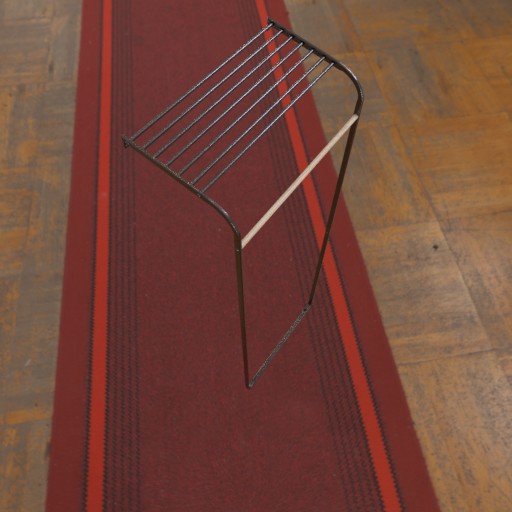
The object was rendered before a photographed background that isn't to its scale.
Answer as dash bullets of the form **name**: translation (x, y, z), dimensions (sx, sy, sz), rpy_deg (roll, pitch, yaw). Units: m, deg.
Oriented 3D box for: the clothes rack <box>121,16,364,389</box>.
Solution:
- **clothes rack**: translation (0.000, 0.000, 1.794), dimensions (0.349, 1.574, 0.609), rpy_deg (32, 64, 18)
